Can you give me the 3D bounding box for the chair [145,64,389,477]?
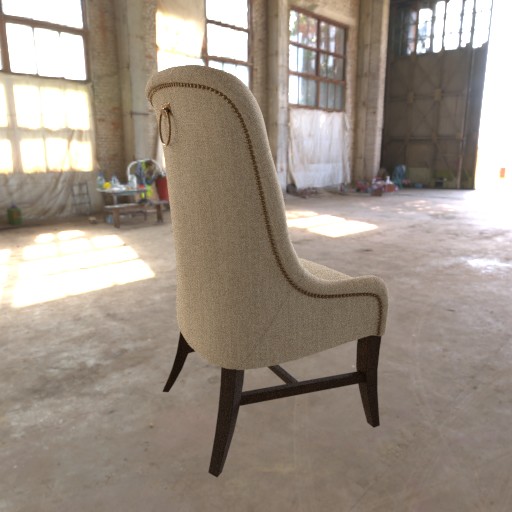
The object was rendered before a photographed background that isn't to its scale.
[{"bbox_3d":[0.000,0.000,1.447,0.629,1.091,0.634,-7,15,-26],"label":"chair"}]
